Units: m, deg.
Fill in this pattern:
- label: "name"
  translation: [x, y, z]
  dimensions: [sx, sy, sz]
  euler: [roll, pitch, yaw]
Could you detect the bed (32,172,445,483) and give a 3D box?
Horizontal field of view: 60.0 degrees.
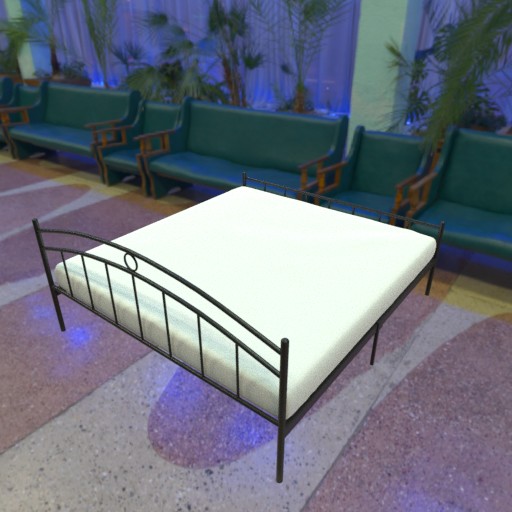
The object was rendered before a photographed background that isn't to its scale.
- label: "bed"
  translation: [0.000, 0.000, 3.069]
  dimensions: [1.880, 0.940, 2.040]
  euler: [20, 35, 33]
